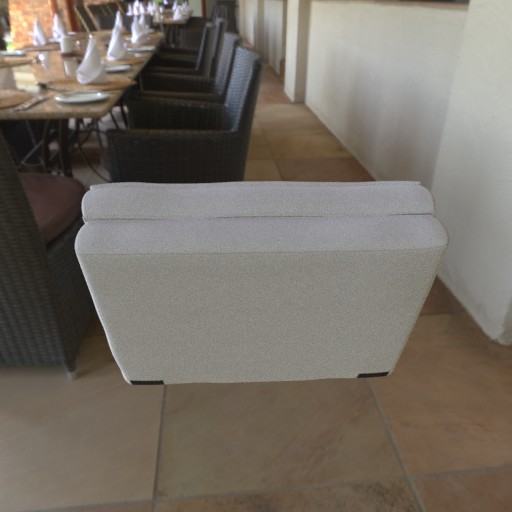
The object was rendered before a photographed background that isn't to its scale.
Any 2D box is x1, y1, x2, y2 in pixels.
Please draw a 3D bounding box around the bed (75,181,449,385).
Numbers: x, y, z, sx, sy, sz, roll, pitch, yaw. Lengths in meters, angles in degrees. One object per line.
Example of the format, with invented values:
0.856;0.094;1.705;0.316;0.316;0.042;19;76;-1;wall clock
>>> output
0.000;0.000;1.334;0.799;0.614;0.749;-1;30;-2;bed
